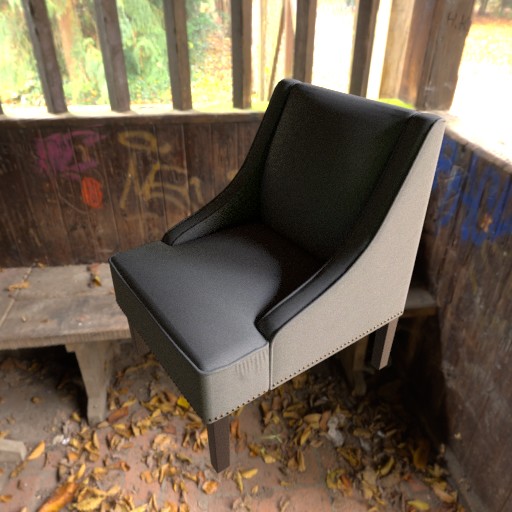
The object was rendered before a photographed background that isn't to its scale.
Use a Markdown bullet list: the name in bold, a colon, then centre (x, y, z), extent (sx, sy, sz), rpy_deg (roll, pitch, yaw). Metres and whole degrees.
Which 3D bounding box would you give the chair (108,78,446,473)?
- **chair**: centre (0.000, 0.000, 1.358), extent (0.747, 0.867, 0.631), rpy_deg (-21, 38, -29)
